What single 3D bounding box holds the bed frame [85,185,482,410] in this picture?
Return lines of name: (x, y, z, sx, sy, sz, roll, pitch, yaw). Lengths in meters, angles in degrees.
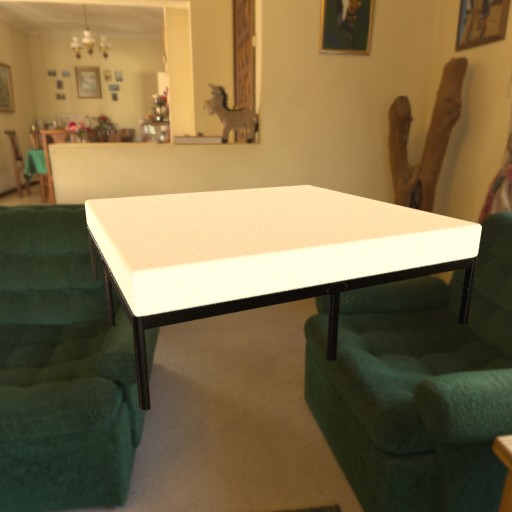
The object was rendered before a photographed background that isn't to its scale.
bed frame: (0.000, 0.000, 3.147, 2.079, 0.659, 1.963, -8, 18, -24)
